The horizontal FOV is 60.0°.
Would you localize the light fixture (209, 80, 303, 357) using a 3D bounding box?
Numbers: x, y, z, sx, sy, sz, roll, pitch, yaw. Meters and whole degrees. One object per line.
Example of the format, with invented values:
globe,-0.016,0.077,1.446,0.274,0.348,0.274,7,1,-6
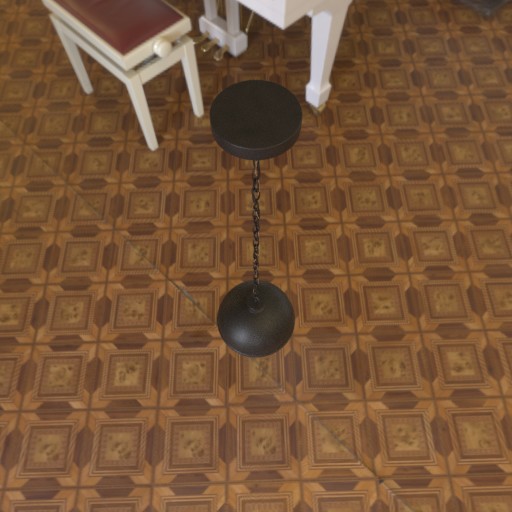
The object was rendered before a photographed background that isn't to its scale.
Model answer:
light fixture,0.000,0.000,1.246,0.304,1.090,0.304,-31,67,-14
